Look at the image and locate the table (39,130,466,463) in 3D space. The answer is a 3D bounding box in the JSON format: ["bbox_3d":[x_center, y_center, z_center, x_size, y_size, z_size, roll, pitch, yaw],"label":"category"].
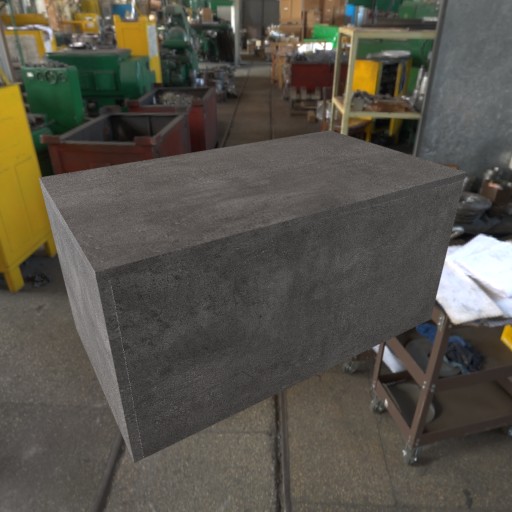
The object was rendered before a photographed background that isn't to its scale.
[{"bbox_3d":[0.000,0.000,0.920,0.700,0.350,0.400,-17,33,-28],"label":"table"}]
